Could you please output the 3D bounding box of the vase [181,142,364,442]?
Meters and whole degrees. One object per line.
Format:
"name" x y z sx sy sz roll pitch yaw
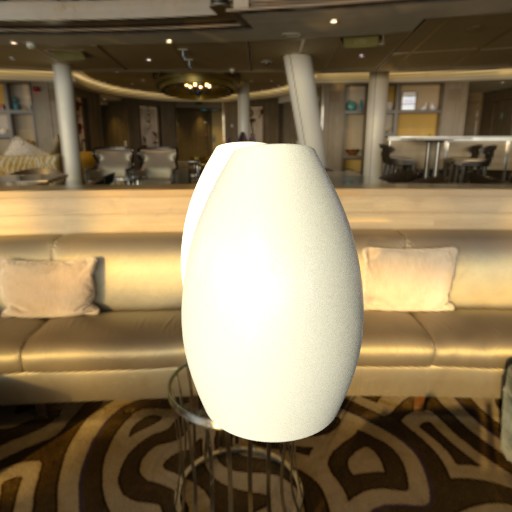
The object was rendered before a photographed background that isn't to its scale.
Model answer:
"vase" 0.000 0.000 0.264 0.089 0.131 0.187 -2 15 -9
